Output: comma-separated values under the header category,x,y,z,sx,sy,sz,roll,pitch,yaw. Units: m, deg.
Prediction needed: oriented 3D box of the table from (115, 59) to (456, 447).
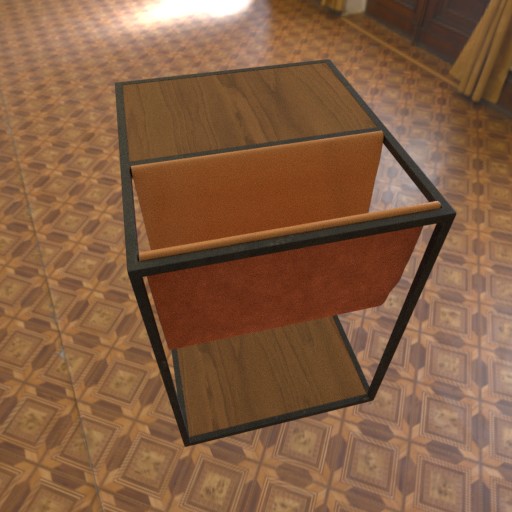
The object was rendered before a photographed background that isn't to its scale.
category,x,y,z,sx,sy,sz,roll,pitch,yaw
table,0.000,0.000,0.855,0.399,0.536,0.450,-10,48,-9
